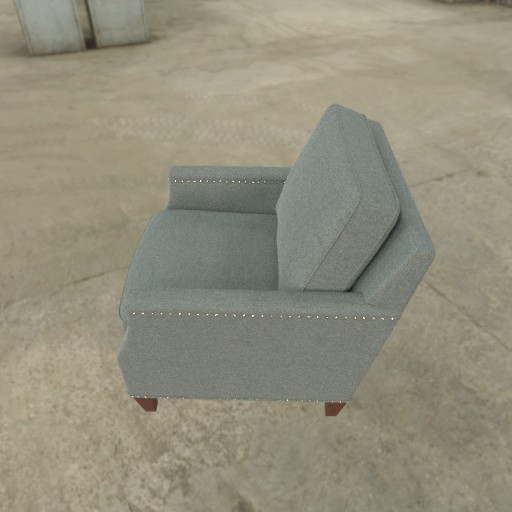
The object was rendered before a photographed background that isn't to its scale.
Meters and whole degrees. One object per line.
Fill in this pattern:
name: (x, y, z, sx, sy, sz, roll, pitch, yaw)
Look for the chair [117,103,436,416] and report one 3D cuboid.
chair: (0.000, 0.000, 1.810, 1.031, 1.031, 0.885, 1, 41, 1)
